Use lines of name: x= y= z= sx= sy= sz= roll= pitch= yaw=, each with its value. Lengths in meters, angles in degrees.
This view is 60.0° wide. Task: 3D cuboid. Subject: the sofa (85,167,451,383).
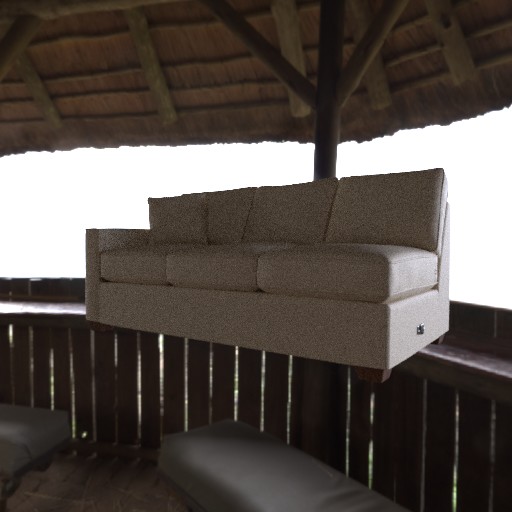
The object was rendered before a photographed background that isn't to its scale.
sofa: x=0.000 y=0.000 z=2.601 sx=1.962 sy=0.946 sz=1.034 roll=1 pitch=1 yaw=36
